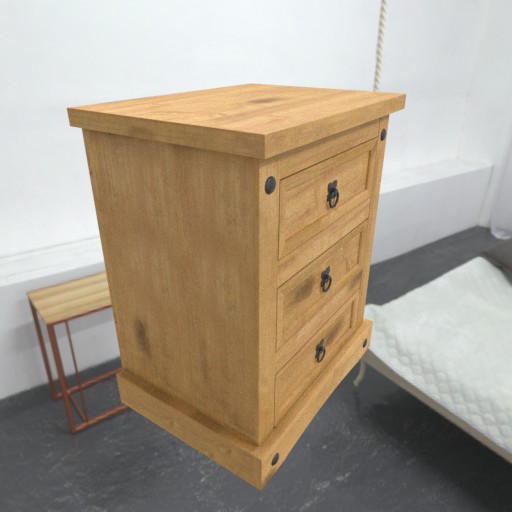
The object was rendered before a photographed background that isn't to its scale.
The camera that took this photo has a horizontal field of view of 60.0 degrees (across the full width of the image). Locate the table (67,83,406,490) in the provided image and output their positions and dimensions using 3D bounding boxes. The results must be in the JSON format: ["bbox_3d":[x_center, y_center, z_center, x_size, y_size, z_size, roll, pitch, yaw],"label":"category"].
[{"bbox_3d":[0.000,0.000,1.215,0.500,0.813,0.660,17,31,31],"label":"table"}]
